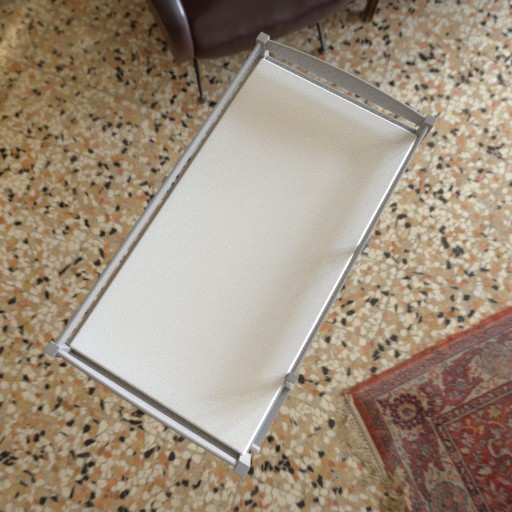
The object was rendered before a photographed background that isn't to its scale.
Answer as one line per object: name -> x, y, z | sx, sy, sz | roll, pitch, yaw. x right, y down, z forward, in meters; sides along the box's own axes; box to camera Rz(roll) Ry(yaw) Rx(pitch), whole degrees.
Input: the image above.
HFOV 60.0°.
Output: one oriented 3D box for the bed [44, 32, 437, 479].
bed -> 0.000, 0.000, 2.729 | 1.105, 1.206, 2.013 | 29, 78, 7
